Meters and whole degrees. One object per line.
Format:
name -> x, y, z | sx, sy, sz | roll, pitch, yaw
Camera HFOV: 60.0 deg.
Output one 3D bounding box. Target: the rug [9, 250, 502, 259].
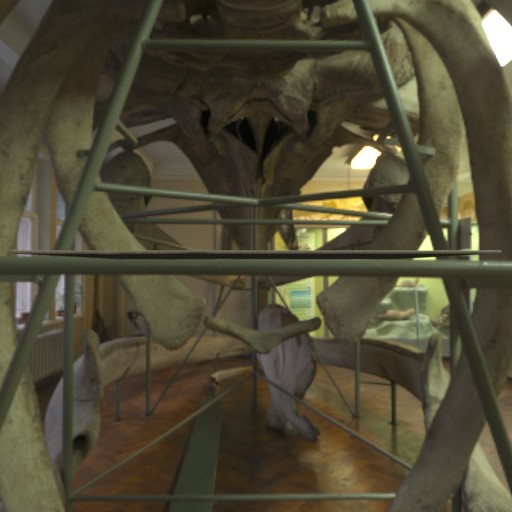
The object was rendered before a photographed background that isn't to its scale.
rug -> 0.000, 0.000, 2.822 | 2.290, 0.021, 1.540 | 0, -1, 1
